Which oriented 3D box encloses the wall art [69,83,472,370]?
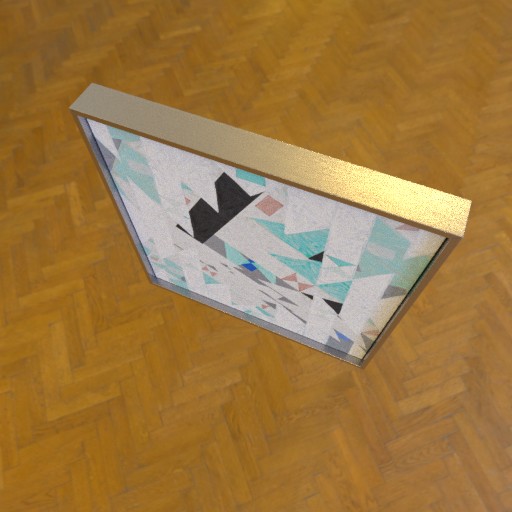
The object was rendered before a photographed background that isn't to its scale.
[{"bbox_3d":[0.000,0.000,0.522,0.350,0.350,0.038,20,62,11],"label":"wall art"}]
